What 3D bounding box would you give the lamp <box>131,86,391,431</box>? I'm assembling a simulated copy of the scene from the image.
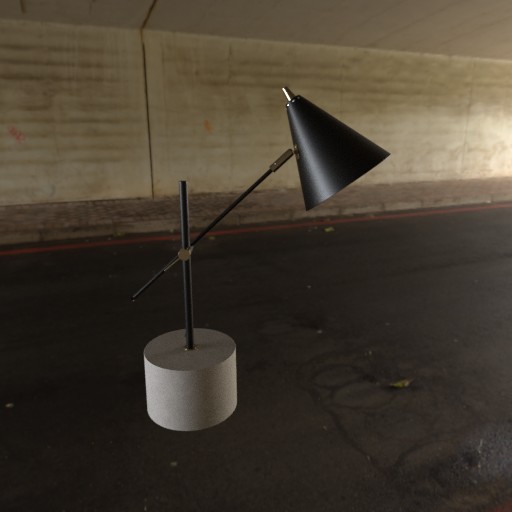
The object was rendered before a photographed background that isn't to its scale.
[{"bbox_3d":[0.000,0.000,0.712,0.403,0.518,0.214,2,16,8],"label":"lamp"}]
